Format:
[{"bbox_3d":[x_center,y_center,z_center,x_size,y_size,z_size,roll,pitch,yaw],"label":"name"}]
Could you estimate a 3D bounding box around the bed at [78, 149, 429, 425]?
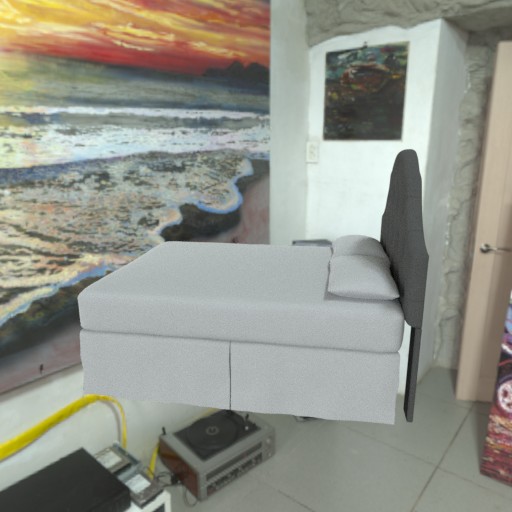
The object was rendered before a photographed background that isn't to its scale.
[{"bbox_3d":[0.000,0.000,3.348,2.155,1.575,1.636,2,15,9],"label":"bed"}]
